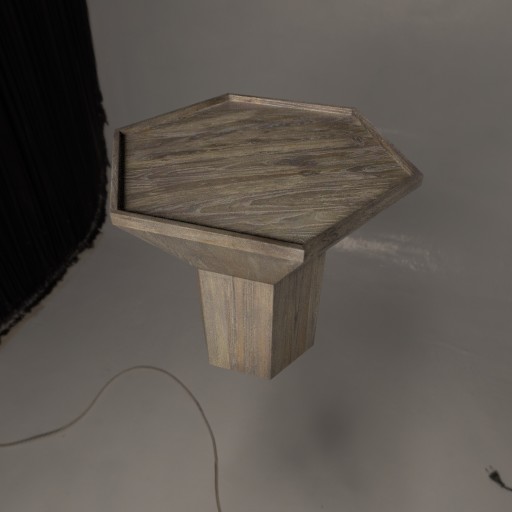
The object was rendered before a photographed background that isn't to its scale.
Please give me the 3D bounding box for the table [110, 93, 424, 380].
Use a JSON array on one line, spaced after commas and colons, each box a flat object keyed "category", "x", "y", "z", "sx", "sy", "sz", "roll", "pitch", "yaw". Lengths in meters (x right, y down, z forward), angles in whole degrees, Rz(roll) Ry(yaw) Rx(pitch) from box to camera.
[{"category": "table", "x": 0.000, "y": 0.000, "z": 1.128, "sx": 0.683, "sy": 0.586, "sz": 0.592, "roll": 11, "pitch": 42, "yaw": 13}]
